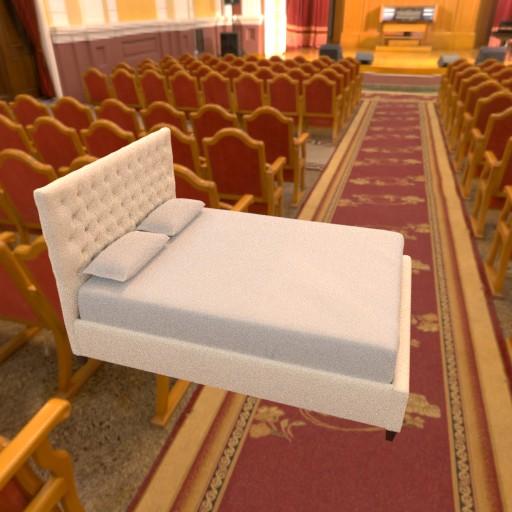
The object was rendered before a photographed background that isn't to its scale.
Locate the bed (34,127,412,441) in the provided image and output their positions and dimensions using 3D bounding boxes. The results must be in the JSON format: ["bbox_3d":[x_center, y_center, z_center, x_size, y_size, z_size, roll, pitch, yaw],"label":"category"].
[{"bbox_3d":[0.000,0.000,3.427,2.387,1.427,1.698,9,31,15],"label":"bed"}]
